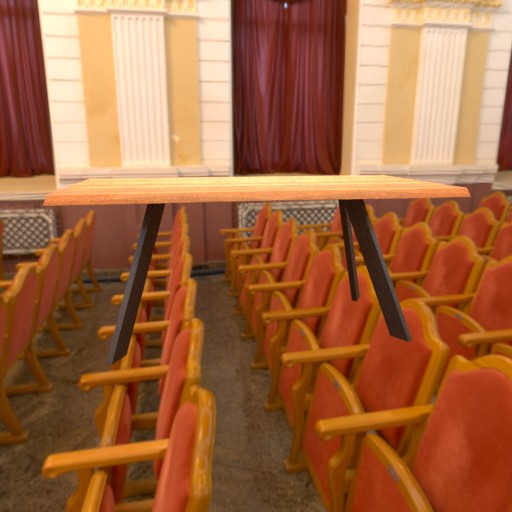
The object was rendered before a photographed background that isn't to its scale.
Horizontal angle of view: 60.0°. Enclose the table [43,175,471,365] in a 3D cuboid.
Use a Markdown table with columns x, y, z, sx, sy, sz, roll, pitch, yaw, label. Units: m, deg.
| x | y | z | sx | sy | sz | roll | pitch | yaw | label |
| --- | --- | --- | --- | --- | --- | --- | --- | --- | --- |
| 0.000 | 0.000 | 2.350 | 1.800 | 0.770 | 0.900 | -2 | 14 | -9 | table |
